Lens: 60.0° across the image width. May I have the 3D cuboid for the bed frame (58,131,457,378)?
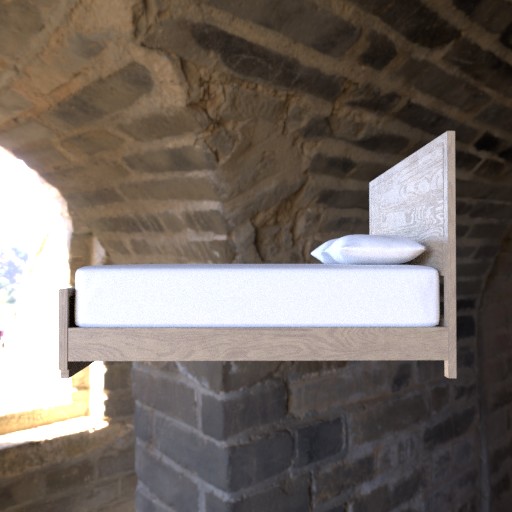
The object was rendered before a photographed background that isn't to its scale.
[{"bbox_3d":[0.000,0.000,3.241,2.189,1.369,1.606,0,-1,-1],"label":"bed frame"}]
